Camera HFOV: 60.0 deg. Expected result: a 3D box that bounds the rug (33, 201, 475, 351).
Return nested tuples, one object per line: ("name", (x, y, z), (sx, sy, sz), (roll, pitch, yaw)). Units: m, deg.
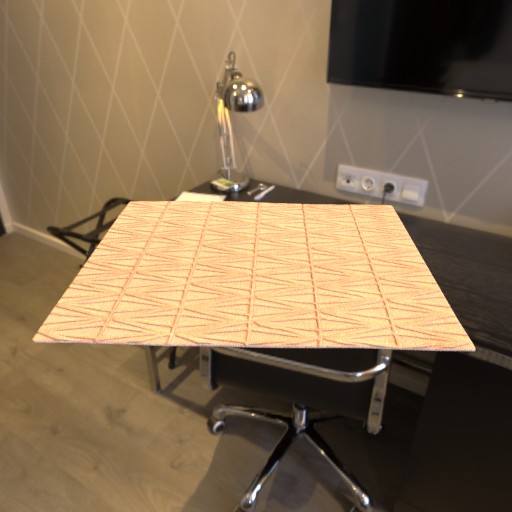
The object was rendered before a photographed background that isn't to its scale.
("rug", (0.000, 0.000, 4.084), (3.052, 0.043, 2.453), (1, 30, 2))
